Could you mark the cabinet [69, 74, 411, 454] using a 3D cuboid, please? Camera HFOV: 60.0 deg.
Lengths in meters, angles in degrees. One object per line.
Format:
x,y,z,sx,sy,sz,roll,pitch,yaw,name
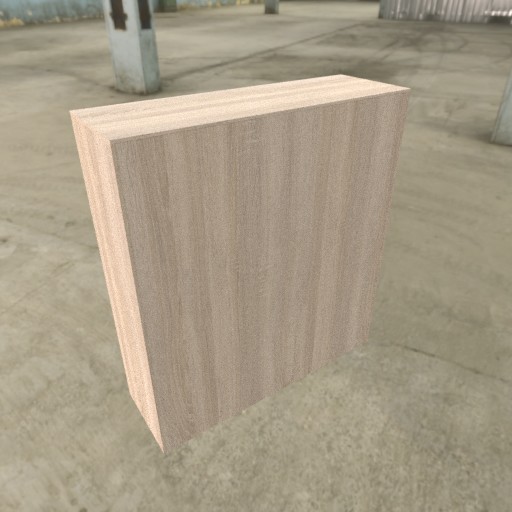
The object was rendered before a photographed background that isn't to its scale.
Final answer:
0.000,0.000,3.008,1.870,2.060,0.620,-20,37,-29,cabinet
